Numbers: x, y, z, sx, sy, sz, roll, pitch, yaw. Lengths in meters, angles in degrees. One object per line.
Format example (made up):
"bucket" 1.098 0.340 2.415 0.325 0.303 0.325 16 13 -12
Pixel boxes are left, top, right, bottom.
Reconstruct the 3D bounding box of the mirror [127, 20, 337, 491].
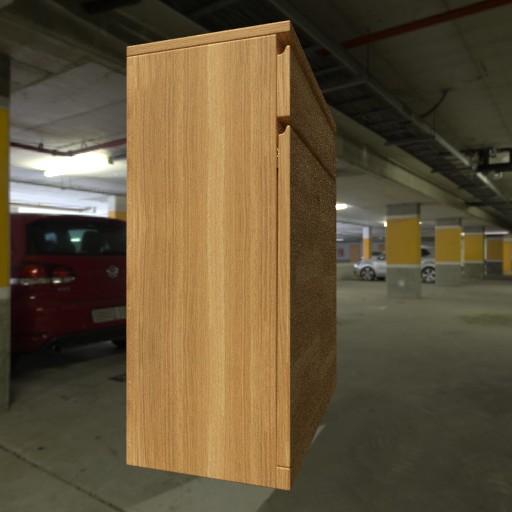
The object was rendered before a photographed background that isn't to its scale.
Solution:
"mirror" 0.000 0.000 1.381 0.400 1.000 0.800 0 0 17
